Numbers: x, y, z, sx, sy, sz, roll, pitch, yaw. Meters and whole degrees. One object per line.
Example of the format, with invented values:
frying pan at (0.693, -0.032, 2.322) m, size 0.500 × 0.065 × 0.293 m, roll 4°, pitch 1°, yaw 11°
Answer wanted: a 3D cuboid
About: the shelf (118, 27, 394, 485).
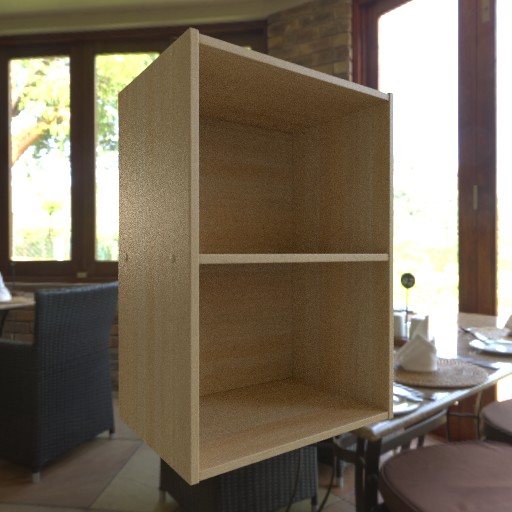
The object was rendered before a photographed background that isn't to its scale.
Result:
shelf at (0.000, 0.000, 0.808) m, size 0.414 × 0.592 × 0.290 m, roll 0°, pitch 1°, yaw -35°
